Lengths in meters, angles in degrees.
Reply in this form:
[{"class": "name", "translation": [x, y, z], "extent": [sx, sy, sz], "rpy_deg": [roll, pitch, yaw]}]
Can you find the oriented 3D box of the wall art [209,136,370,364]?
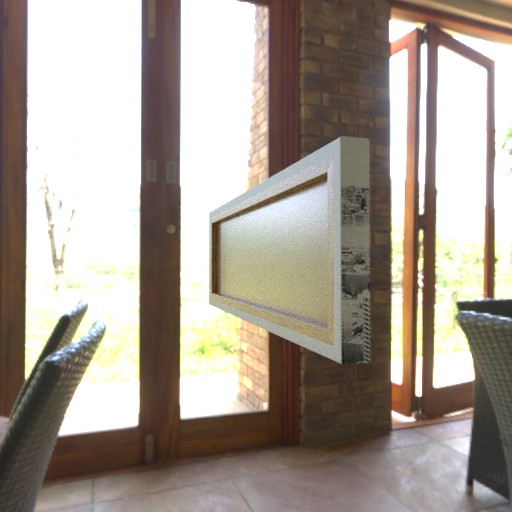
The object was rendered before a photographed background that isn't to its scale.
[{"class": "wall art", "translation": [0.000, 0.000, 0.863], "extent": [0.038, 0.255, 0.763], "rpy_deg": [0, -1, -17]}]
